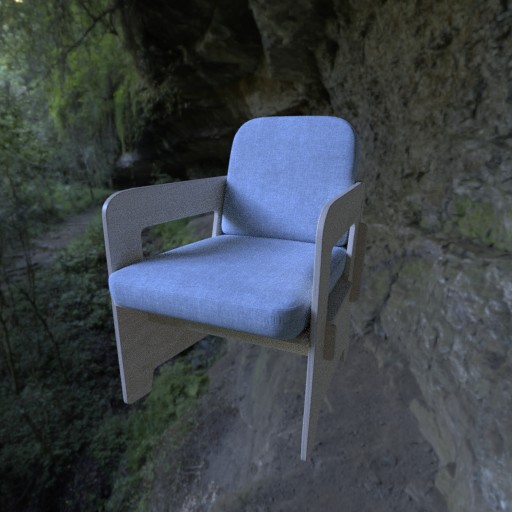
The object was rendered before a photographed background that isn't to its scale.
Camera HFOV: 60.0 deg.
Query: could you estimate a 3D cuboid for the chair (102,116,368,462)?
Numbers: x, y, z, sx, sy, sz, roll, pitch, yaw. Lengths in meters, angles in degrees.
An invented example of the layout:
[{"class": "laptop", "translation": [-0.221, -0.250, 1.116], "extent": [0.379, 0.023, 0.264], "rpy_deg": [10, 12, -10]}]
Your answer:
[{"class": "chair", "translation": [0.000, 0.000, 1.296], "extent": [0.590, 0.800, 0.710], "rpy_deg": [7, 17, 25]}]
